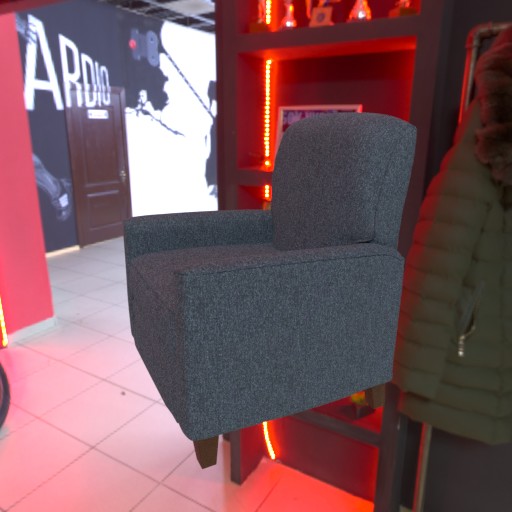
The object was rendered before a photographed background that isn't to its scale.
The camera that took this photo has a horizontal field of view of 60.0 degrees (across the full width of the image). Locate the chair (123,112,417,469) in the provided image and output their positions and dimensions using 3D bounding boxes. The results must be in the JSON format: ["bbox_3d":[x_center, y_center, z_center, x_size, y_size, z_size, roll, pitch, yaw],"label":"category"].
[{"bbox_3d":[0.000,0.000,1.631,0.850,1.016,0.839,-8,18,-26],"label":"chair"}]
